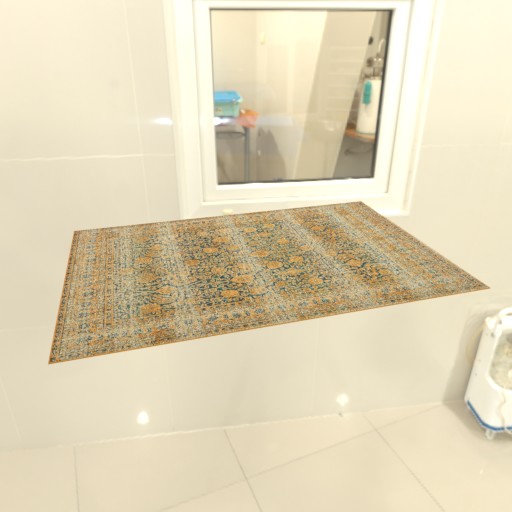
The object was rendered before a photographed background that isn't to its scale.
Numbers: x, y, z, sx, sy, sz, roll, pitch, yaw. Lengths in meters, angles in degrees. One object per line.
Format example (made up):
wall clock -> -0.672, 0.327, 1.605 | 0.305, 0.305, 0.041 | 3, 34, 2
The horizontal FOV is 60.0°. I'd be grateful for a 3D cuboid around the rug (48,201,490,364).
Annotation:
rug -> 0.000, 0.000, 2.884 | 2.336, 0.007, 1.525 | -7, 27, -14
